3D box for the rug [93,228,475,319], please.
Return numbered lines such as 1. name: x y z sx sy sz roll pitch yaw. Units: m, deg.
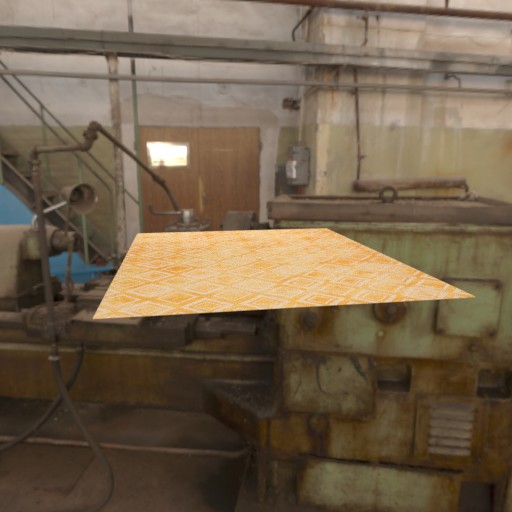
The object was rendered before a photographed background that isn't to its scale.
1. rug: 0.000 0.000 4.201 2.433 0.011 3.037 -2 12 -10
